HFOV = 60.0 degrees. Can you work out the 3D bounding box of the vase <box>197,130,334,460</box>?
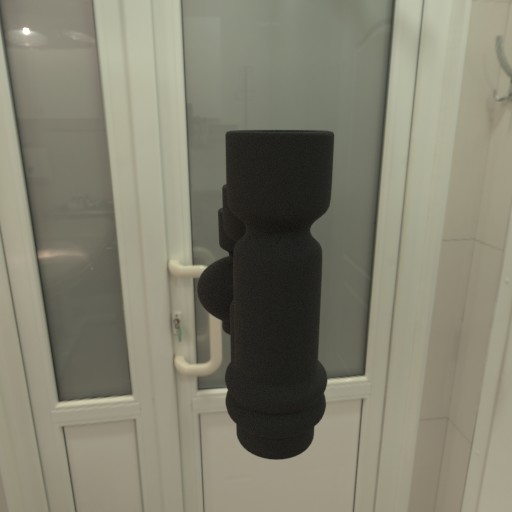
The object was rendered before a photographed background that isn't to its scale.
[{"bbox_3d":[0.000,0.000,0.449,0.120,0.249,0.307,-2,17,-8],"label":"vase"}]
